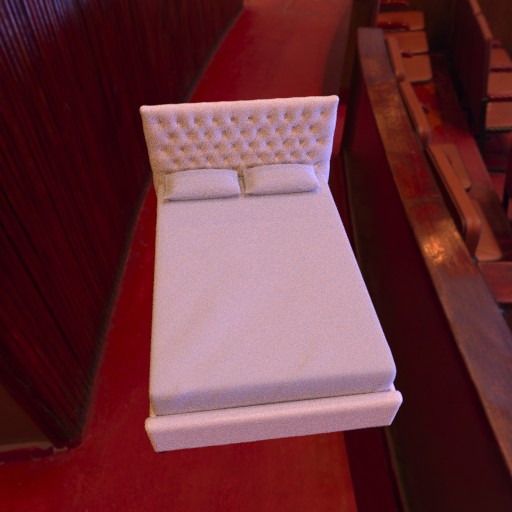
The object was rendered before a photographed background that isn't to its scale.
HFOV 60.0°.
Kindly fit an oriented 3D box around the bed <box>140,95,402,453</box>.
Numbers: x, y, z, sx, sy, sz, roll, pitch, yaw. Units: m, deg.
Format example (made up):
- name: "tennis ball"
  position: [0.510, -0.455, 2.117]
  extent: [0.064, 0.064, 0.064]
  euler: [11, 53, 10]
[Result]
- name: "bed"
  position: [0.000, 0.000, 3.470]
  extent: [1.698, 1.427, 2.387]
  euler: [-5, 46, -5]
